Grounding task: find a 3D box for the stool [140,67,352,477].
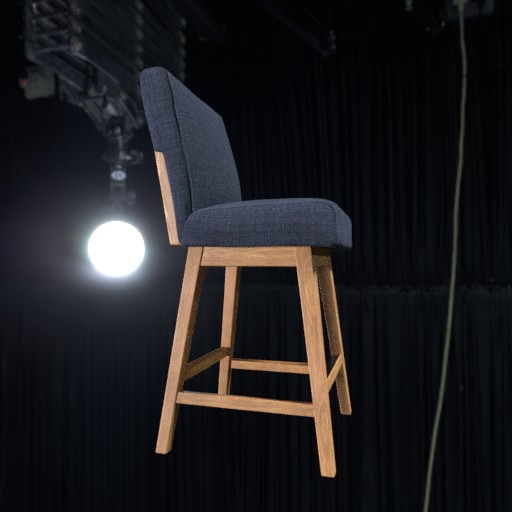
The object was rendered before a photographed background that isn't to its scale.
[{"bbox_3d":[0.000,0.000,1.299,0.526,1.010,0.459,0,-1,17],"label":"stool"}]
